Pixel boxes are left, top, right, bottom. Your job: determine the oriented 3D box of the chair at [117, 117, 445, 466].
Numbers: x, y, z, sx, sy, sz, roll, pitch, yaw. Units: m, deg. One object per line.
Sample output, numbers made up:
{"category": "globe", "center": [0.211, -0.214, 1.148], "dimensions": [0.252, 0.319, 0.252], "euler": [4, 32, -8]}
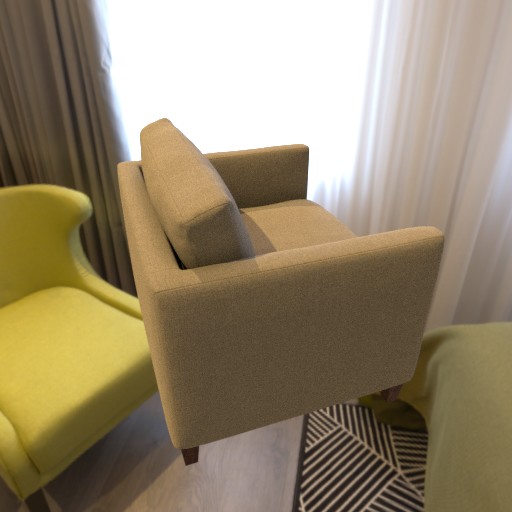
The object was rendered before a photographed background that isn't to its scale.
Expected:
{"category": "chair", "center": [0.000, 0.000, 1.816], "dimensions": [0.959, 0.963, 1.107], "euler": [-10, 32, -17]}
